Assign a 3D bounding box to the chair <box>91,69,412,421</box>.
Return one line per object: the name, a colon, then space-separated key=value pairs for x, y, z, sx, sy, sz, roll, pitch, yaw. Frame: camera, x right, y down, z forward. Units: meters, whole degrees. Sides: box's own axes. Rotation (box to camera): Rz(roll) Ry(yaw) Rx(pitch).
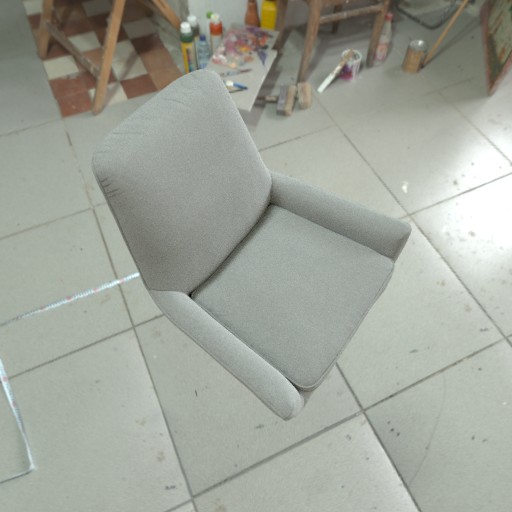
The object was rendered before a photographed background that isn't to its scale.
chair: x=0.000 y=0.000 z=1.505 sx=0.822 sy=0.888 sz=0.787 roll=32 pitch=64 yaw=18
